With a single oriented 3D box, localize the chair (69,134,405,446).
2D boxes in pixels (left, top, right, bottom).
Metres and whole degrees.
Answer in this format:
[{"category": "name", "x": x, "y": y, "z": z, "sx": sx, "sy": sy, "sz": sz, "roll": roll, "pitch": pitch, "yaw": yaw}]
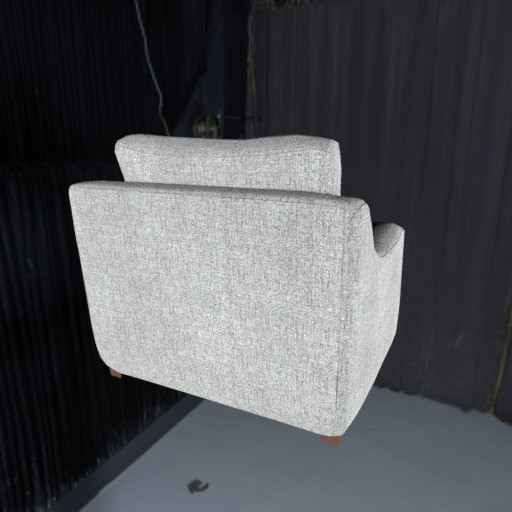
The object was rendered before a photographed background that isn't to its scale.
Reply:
[{"category": "chair", "x": 0.000, "y": 0.000, "z": 1.952, "sx": 1.138, "sy": 1.037, "sz": 1.009, "roll": 8, "pitch": 17, "yaw": 26}]
